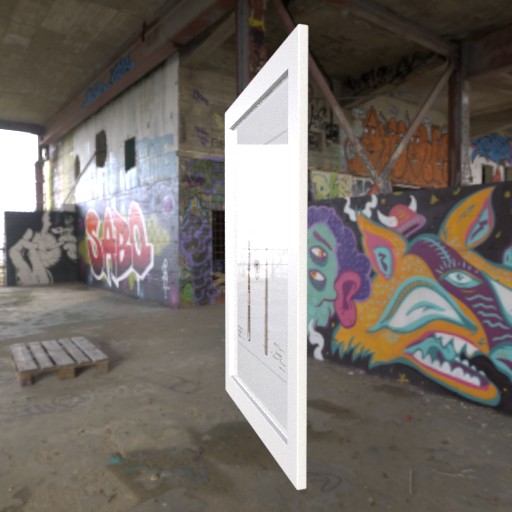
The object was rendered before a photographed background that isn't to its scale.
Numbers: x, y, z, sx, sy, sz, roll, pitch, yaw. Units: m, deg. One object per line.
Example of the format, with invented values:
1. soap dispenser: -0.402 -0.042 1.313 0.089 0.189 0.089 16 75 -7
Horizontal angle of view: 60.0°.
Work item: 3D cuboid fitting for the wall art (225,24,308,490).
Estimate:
1. wall art: 0.000 0.000 0.616 0.011 0.482 0.329 -1 2 -17
